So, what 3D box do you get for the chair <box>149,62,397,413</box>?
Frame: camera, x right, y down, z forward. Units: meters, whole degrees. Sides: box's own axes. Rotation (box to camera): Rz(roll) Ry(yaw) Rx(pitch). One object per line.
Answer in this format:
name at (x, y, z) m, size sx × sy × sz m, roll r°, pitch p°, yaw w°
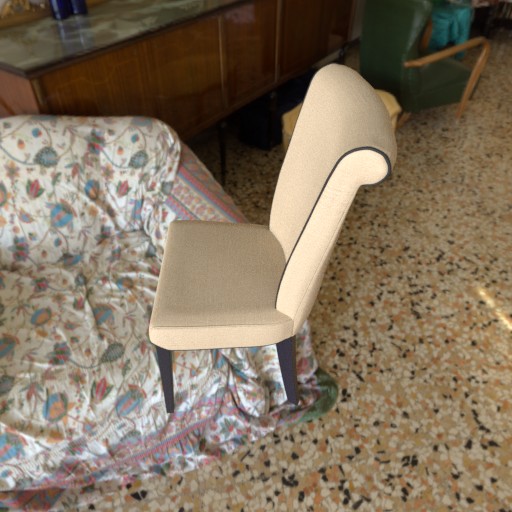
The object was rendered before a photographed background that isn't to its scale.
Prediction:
chair at (0.000, 0.000, 1.369) m, size 0.623 × 0.997 × 0.522 m, roll -1°, pitch 42°, yaw -1°
